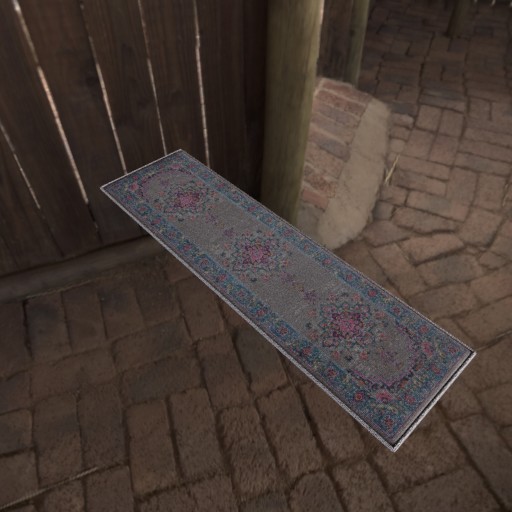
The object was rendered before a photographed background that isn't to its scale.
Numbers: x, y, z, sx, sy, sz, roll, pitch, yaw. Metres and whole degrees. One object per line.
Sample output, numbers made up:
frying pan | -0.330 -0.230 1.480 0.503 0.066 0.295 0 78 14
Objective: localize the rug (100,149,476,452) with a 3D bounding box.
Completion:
rug | 0.000 0.000 2.473 0.659 0.019 2.297 -34 55 -28
